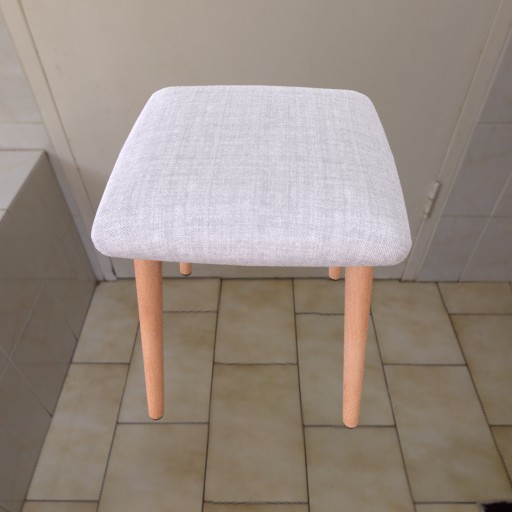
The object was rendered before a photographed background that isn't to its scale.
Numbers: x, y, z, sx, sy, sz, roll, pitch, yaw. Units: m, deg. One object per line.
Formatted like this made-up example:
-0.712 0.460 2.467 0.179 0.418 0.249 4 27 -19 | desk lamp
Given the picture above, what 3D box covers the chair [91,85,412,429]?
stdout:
0.000 0.000 0.691 0.350 0.440 0.350 2 46 2 | chair
